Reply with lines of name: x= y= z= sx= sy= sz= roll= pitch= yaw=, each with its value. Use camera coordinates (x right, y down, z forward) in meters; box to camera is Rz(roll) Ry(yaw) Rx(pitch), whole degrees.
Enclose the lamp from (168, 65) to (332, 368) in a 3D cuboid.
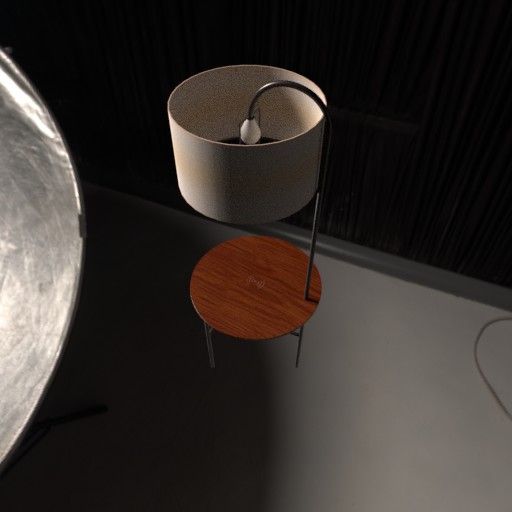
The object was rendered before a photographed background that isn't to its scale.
lamp: x=0.000 y=0.000 z=1.809 sx=0.573 sy=1.517 sz=0.573 roll=0 pitch=48 yaw=0
